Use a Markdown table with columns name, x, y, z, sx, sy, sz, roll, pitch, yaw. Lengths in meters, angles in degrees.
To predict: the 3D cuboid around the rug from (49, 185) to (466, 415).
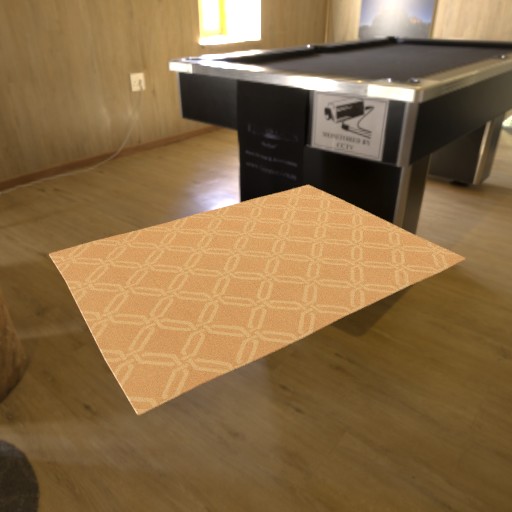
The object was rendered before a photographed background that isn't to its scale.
| name | x | y | z | sx | sy | sz | roll | pitch | yaw |
| --- | --- | --- | --- | --- | --- | --- | --- | --- | --- |
| rug | 0.000 | 0.000 | 2.757 | 2.135 | 0.013 | 1.524 | -19 | 35 | -29 |
